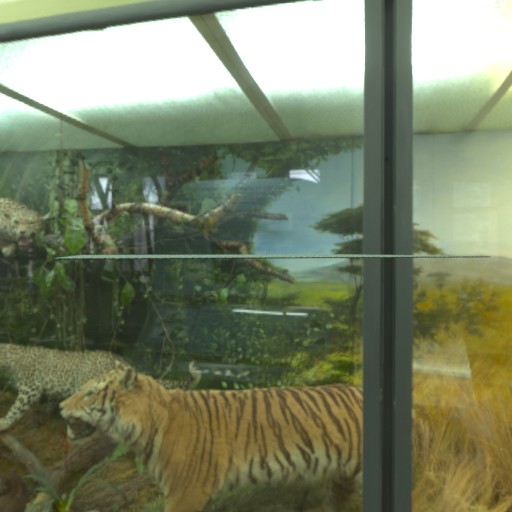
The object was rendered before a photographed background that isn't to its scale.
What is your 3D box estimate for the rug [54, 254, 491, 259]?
[{"bbox_3d":[0.000,0.000,5.120,3.957,0.011,2.894,0,1,-18],"label":"rug"}]
